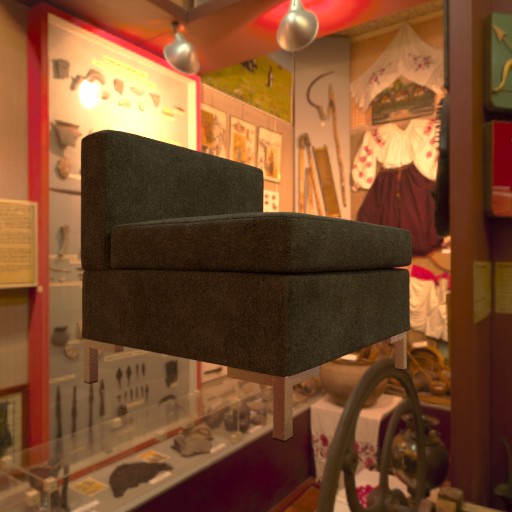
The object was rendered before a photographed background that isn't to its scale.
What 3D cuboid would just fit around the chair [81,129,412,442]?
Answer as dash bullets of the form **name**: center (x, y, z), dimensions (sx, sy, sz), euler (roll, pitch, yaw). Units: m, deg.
- **chair**: center (0.000, 0.000, 1.218), dimensions (0.680, 0.660, 0.680), euler (0, 0, 37)
